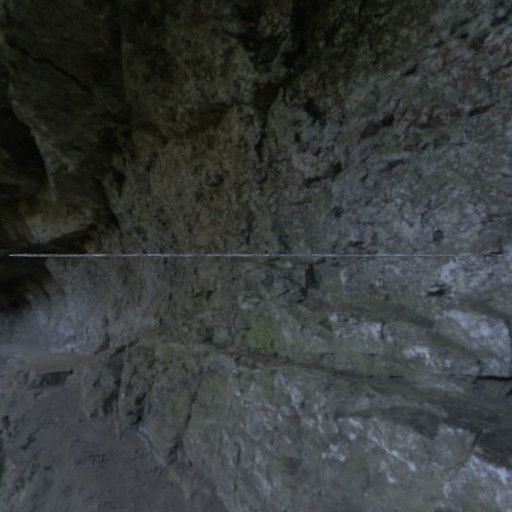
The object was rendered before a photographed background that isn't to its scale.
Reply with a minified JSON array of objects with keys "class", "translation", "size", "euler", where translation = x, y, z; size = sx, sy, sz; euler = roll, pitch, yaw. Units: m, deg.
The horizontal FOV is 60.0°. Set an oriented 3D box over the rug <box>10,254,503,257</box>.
[{"class":"rug","translation":[0.000,0.000,2.429],"size":[2.029,0.010,1.237],"euler":[0,0,0]}]
